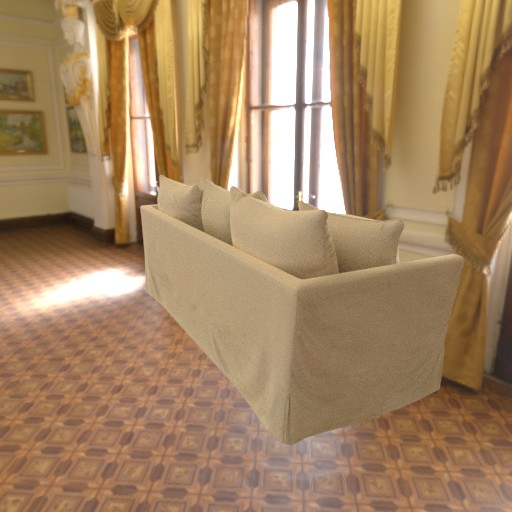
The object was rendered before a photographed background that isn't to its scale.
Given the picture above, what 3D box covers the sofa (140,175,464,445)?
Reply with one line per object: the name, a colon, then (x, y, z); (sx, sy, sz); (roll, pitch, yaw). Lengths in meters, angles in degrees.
sofa: (0.000, 0.000, 3.045); (1.030, 1.042, 2.484); (-8, 17, -27)
